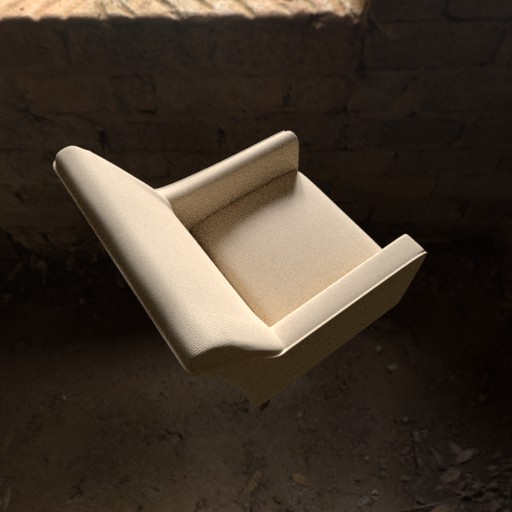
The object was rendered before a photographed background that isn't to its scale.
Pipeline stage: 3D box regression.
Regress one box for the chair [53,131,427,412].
[{"bbox_3d":[0.000,0.000,1.598,0.899,0.919,0.780,-32,63,-18],"label":"chair"}]
